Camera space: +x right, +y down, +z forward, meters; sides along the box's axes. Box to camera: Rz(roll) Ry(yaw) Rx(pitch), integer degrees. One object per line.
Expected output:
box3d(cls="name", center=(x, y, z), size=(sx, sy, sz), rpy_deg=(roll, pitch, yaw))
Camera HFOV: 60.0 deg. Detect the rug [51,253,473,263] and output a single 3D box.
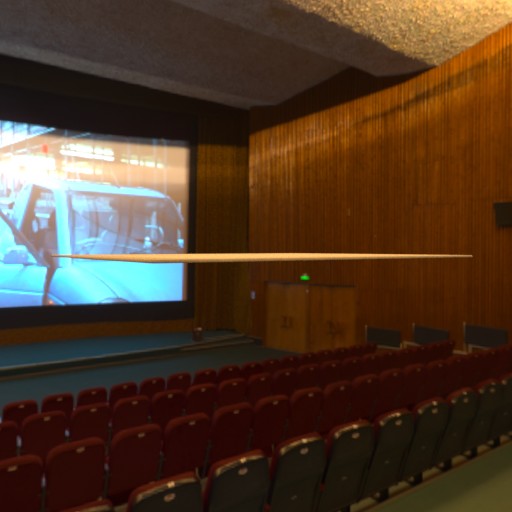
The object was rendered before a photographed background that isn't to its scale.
box3d(cls="rug", center=(0.000, 0.000, 4.009), size=(2.976, 0.018, 2.430), rpy_deg=(-1, 1, -36))
